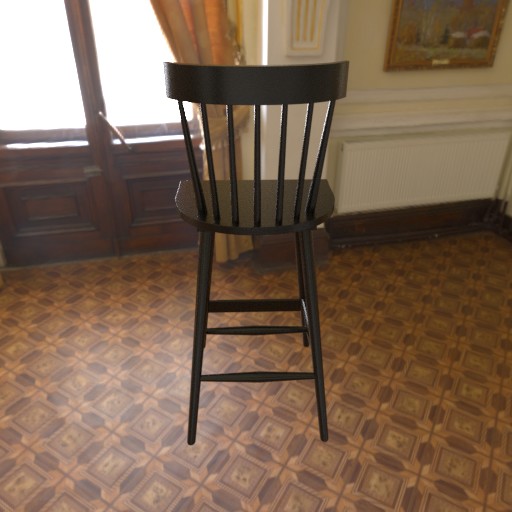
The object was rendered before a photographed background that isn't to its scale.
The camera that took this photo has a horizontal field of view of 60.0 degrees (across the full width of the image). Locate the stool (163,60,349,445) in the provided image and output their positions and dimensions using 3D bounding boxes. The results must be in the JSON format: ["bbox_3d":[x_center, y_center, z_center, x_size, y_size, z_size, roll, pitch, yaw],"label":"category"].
[{"bbox_3d":[0.000,0.000,1.346,0.482,1.092,0.483,-1,29,-1],"label":"stool"}]
